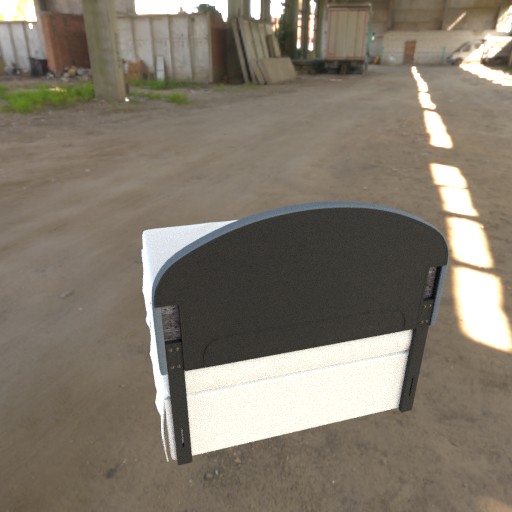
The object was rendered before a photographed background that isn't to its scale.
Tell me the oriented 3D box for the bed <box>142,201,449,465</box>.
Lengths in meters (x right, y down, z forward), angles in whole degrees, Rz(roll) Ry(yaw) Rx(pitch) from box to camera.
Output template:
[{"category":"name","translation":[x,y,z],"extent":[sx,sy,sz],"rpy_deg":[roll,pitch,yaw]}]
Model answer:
[{"category":"bed","translation":[0.000,0.000,3.129],"extent":[1.607,1.410,2.005],"rpy_deg":[-7,27,-14]}]
